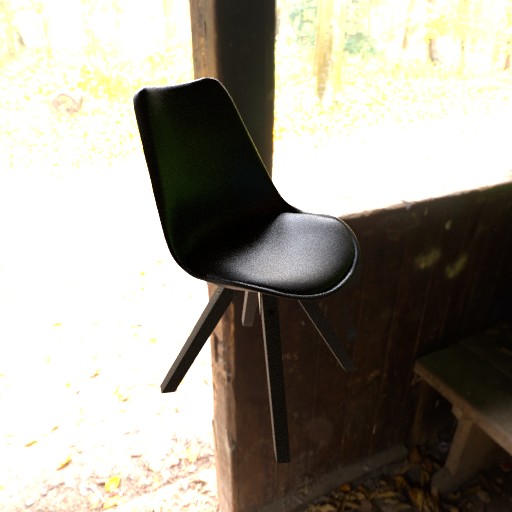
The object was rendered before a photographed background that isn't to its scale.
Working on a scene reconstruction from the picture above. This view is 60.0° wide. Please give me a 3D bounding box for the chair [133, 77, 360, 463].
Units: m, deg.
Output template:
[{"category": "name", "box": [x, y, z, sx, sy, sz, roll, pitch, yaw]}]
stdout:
[{"category": "chair", "box": [0.000, 0.000, 1.193, 0.530, 0.850, 0.485, 18, 33, 31]}]
